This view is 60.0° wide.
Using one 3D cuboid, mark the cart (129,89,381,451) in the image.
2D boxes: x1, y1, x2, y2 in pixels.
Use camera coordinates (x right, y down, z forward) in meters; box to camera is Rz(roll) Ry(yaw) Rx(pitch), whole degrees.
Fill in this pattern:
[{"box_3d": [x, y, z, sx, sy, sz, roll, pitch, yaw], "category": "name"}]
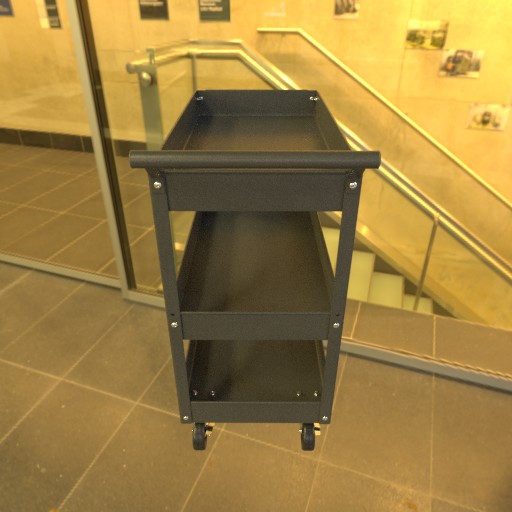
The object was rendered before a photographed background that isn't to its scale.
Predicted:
[{"box_3d": [0.000, 0.000, 1.146, 0.366, 0.780, 0.719, 0, 31, 0], "category": "cart"}]
